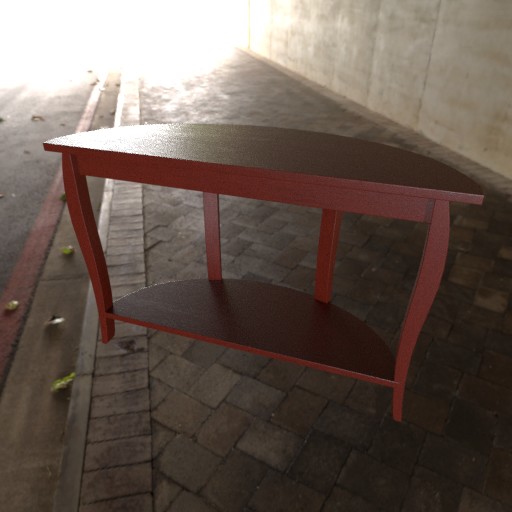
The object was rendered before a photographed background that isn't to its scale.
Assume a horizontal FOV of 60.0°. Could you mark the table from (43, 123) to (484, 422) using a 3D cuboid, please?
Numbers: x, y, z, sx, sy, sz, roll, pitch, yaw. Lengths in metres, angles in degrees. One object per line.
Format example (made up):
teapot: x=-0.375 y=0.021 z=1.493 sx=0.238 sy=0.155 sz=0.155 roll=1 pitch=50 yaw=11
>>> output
table: x=0.000 y=0.000 z=1.522 sx=1.219 sy=0.779 sz=0.405 roll=10 pitch=32 yaw=16
